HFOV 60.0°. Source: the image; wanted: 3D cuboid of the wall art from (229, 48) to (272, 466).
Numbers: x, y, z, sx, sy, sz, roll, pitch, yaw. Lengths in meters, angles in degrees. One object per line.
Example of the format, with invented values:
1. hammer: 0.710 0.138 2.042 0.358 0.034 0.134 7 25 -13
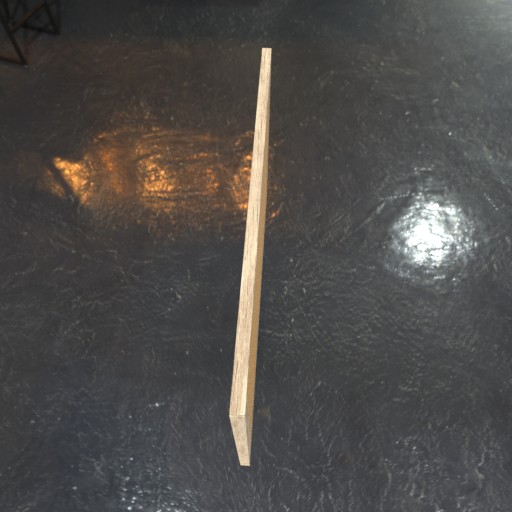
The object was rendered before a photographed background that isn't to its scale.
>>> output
1. wall art: 0.000 0.000 0.970 0.021 0.480 0.780 3 58 2
